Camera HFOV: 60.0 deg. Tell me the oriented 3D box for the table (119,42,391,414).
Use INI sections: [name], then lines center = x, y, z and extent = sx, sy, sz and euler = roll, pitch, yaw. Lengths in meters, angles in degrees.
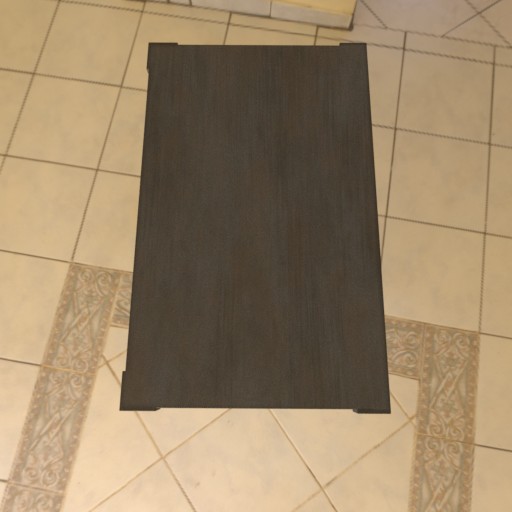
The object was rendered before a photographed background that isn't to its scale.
[table]
center = 0.000, 0.000, 1.070
extent = 0.413, 0.660, 0.660
euler = 0, 75, 0
